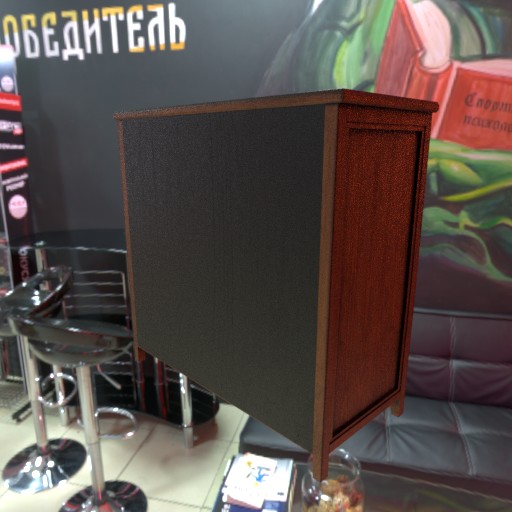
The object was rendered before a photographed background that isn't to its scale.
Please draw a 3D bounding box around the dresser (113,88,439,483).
[{"bbox_3d":[0.000,0.000,1.925,0.591,1.224,1.250,-13,19,-43],"label":"dresser"}]
